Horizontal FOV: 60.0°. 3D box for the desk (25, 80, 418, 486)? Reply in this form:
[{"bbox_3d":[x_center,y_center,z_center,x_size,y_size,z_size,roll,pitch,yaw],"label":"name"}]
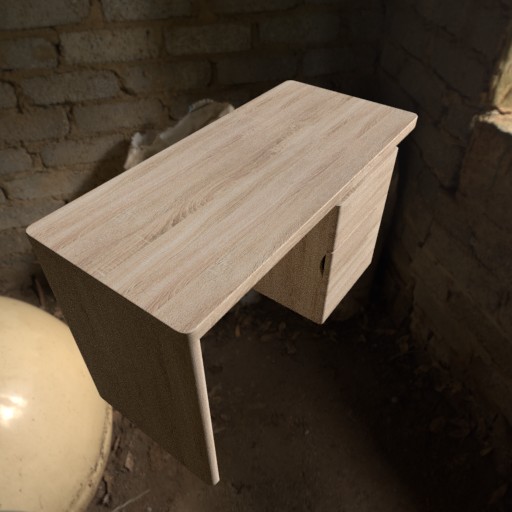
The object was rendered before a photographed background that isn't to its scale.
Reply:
[{"bbox_3d":[0.000,0.000,1.578,0.550,0.760,1.200,26,49,26],"label":"desk"}]
